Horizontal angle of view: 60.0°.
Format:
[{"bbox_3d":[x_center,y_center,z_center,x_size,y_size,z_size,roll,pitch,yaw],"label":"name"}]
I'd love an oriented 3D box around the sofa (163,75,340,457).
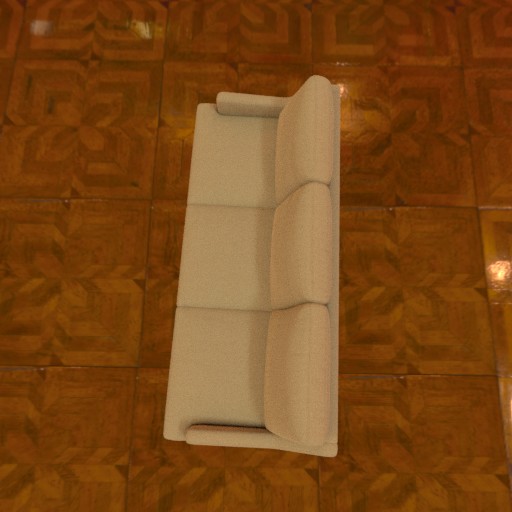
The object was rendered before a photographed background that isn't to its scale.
[{"bbox_3d":[0.000,0.000,2.897,1.000,0.913,2.321,3,75,1],"label":"sofa"}]
